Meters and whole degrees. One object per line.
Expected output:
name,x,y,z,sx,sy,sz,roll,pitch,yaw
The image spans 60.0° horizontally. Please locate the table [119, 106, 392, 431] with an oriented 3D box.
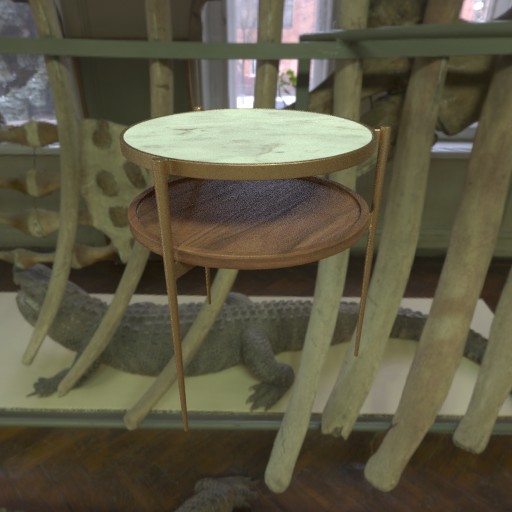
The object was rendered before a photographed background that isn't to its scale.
table,0.000,0.000,0.861,0.456,0.493,0.430,0,27,0
